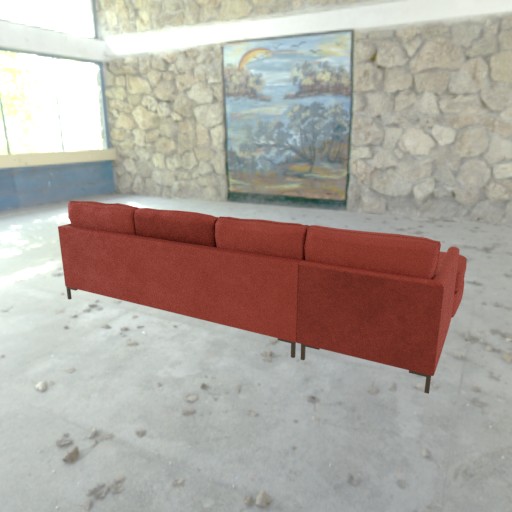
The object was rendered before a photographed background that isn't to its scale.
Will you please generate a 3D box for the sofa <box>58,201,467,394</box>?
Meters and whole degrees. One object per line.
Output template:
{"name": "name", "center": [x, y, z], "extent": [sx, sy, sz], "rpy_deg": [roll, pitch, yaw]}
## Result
{"name": "sofa", "center": [0.000, 0.000, 4.026], "extent": [3.400, 0.967, 1.500], "rpy_deg": [9, 18, 28]}
